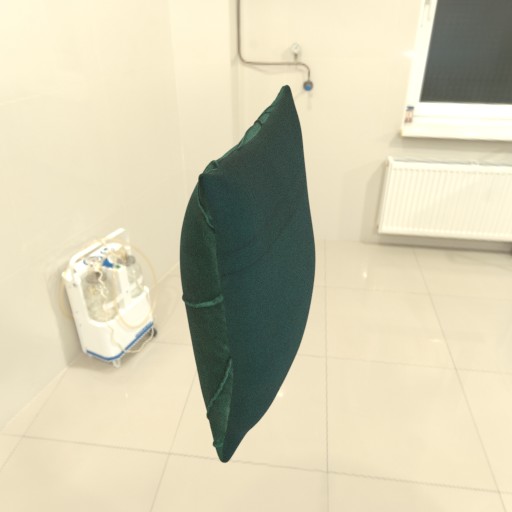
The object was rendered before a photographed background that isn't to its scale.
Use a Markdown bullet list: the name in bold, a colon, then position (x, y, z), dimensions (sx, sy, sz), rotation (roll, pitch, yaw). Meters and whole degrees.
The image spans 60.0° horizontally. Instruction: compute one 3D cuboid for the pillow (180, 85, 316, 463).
- **pillow**: position (0.000, 0.000, 0.695), dimensions (0.184, 0.440, 0.439), rotation (7, 32, 12)
